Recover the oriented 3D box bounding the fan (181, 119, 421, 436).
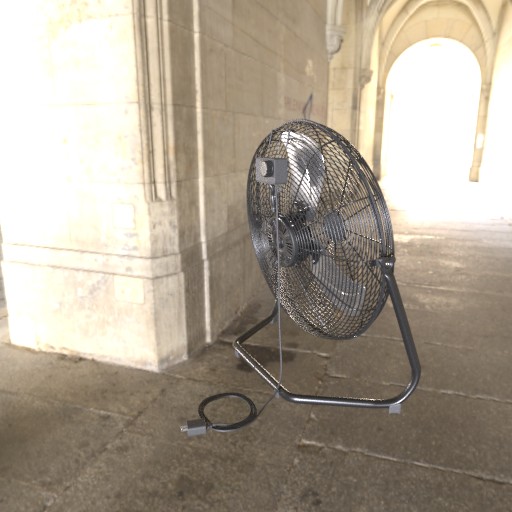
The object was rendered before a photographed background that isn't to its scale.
[{"bbox_3d":[0.000,0.000,1.016,0.470,0.605,0.595,-7,16,-26],"label":"fan"}]
